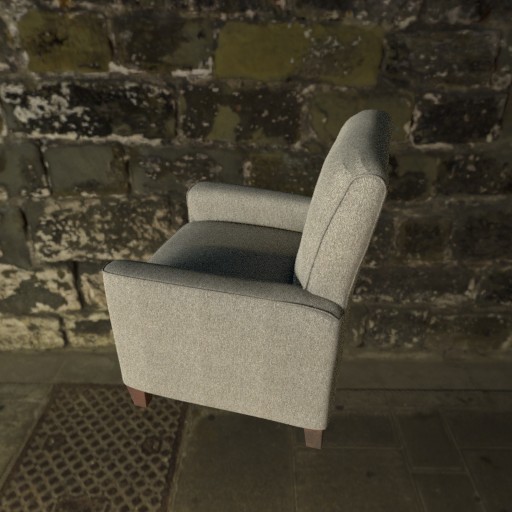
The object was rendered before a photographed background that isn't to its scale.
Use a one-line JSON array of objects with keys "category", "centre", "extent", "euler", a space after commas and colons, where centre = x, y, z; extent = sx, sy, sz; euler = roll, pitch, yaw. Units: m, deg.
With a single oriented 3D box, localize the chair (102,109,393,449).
[{"category": "chair", "centre": [0.000, 0.000, 1.668], "extent": [0.858, 1.028, 0.841], "euler": [8, 31, 13]}]
